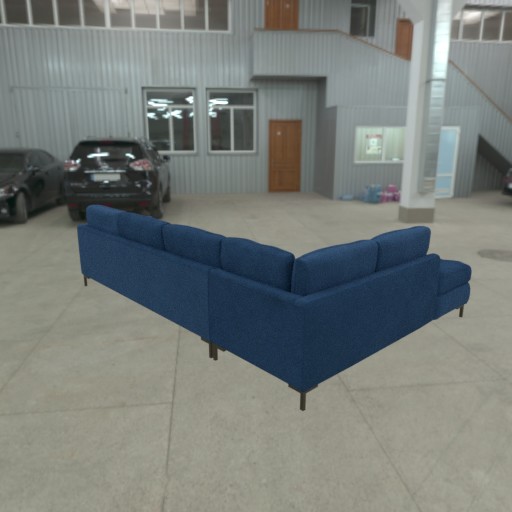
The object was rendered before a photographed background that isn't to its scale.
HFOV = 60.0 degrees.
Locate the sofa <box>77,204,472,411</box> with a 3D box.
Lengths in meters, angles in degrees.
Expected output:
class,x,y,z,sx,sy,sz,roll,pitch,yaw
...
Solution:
class,x,y,z,sx,sy,sz,roll,pitch,yaw
sofa,0.000,0.000,3.898,2.007,0.815,2.949,-13,19,-41
